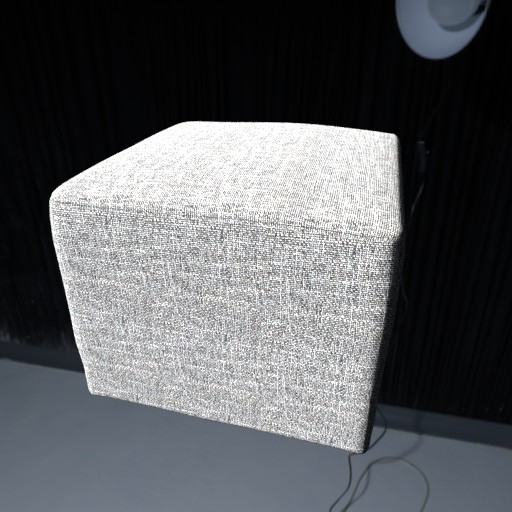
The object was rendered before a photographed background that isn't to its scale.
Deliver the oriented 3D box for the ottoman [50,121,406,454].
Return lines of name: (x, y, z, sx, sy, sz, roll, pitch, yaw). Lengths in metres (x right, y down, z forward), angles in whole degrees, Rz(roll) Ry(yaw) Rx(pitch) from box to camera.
ottoman: (0.000, 0.000, 0.882, 0.512, 0.453, 0.521, 7, 30, 13)
